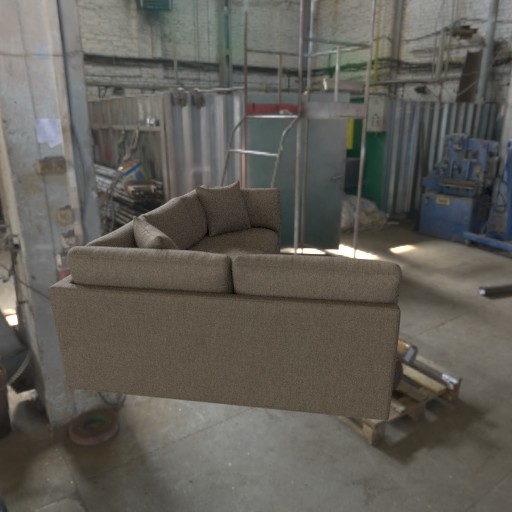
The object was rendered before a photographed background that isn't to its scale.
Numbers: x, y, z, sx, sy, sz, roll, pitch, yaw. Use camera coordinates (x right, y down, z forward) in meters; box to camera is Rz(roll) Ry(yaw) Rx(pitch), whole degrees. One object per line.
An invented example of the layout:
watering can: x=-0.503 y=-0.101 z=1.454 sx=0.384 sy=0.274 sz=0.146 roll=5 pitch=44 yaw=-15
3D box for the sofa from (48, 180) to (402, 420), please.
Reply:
sofa: x=0.000 y=0.000 z=3.831 sx=1.994 sy=0.978 sz=2.896 roll=3 pitch=17 yaw=9
